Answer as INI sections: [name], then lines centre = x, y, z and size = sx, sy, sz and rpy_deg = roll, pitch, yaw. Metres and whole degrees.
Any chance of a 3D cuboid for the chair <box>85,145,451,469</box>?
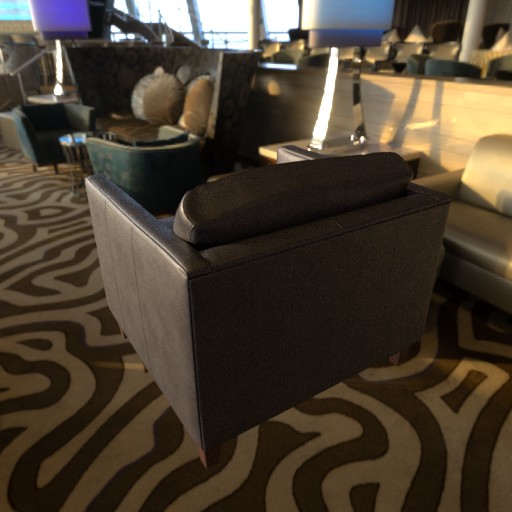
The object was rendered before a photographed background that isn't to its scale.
[chair]
centre = 0.000, 0.000, 1.601
size = 0.939, 0.811, 0.862
rpy_deg = -16, 31, -29
